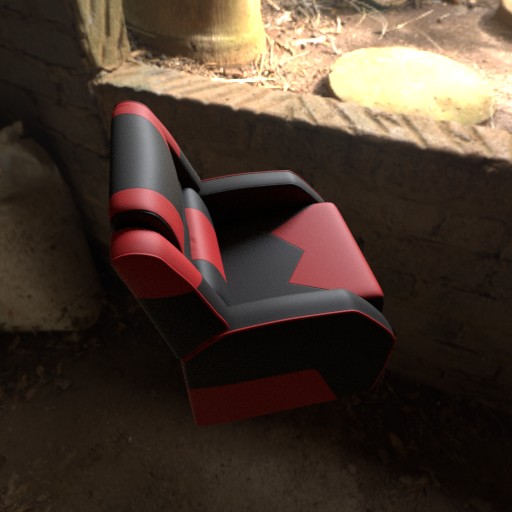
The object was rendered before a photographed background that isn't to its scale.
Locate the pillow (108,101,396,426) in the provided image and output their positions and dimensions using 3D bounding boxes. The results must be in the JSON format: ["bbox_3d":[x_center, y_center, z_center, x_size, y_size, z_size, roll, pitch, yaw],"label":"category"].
[{"bbox_3d":[0.000,0.000,1.298,0.672,0.805,0.620,-9,46,-9],"label":"pillow"}]
